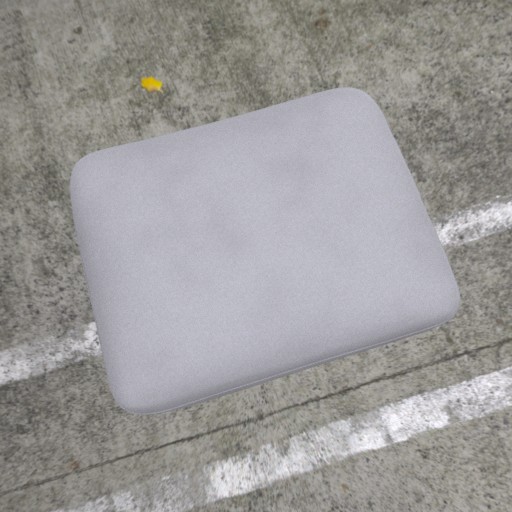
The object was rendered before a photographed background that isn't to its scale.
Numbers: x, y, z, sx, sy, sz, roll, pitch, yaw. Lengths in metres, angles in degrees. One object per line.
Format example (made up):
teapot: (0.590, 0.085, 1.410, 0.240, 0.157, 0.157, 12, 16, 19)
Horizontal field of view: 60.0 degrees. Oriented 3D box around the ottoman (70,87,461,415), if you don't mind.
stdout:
ottoman: (0.000, 0.000, 1.115, 0.747, 0.478, 0.593, -17, 76, -4)
